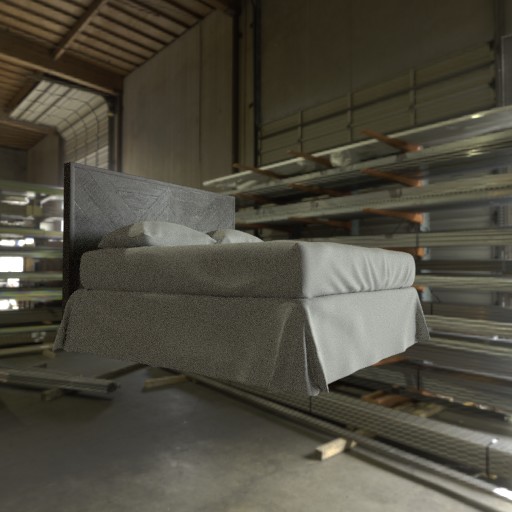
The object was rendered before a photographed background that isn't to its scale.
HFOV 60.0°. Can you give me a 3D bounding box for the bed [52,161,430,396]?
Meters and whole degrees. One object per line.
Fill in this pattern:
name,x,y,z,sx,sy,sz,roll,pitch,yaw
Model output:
bed,0.000,0.000,2.839,1.785,1.142,1.772,-1,-2,36
